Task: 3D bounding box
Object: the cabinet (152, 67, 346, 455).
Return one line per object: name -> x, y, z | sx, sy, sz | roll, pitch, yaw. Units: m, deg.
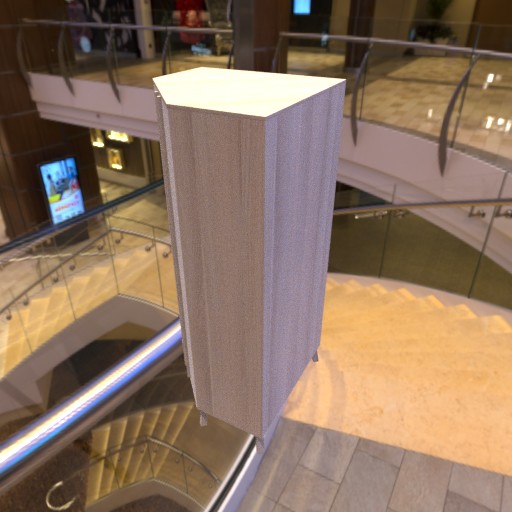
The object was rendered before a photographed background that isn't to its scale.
cabinet -> 0.000, 0.000, 2.669 | 0.969, 1.957, 1.272 | -9, 32, -14
